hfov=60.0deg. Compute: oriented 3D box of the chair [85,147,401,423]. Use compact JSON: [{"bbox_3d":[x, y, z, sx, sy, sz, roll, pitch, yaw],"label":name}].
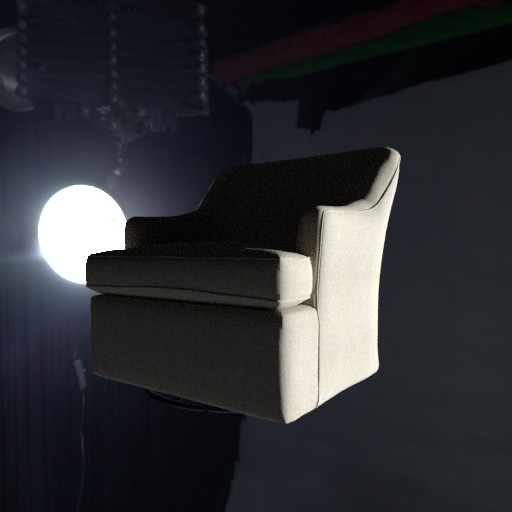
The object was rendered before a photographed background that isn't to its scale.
[{"bbox_3d":[0.000,0.000,1.615,0.864,0.856,0.923,1,1,34],"label":"chair"}]
